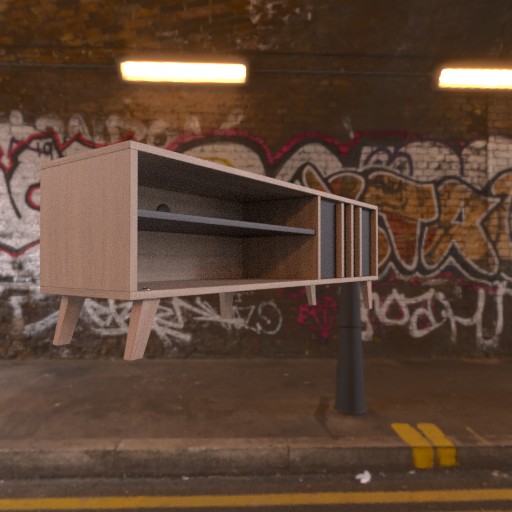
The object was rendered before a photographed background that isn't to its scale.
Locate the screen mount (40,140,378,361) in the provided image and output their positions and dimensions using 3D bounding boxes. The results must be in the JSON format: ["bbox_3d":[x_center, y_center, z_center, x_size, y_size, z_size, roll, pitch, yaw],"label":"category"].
[{"bbox_3d":[0.000,0.000,1.726,0.401,0.509,1.500,-1,-1,37],"label":"screen mount"}]
